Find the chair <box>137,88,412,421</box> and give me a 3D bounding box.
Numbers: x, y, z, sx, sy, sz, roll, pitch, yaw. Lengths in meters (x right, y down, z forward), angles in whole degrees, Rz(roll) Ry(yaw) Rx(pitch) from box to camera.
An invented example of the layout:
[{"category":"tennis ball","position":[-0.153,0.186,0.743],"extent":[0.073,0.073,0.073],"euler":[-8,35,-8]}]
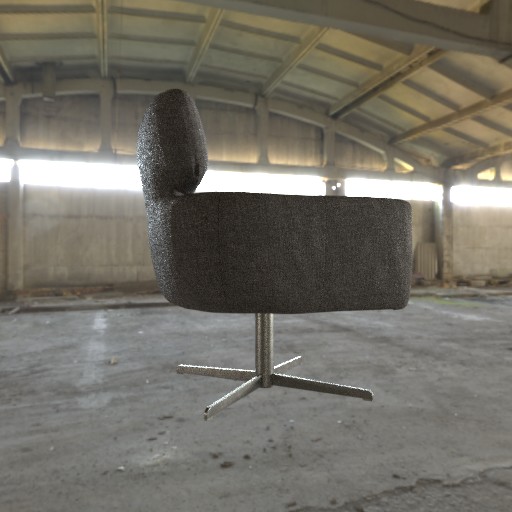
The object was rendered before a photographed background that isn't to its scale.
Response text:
[{"category":"chair","position":[0.000,0.000,1.380],"extent":[0.715,0.812,0.706],"euler":[0,0,-18]}]
